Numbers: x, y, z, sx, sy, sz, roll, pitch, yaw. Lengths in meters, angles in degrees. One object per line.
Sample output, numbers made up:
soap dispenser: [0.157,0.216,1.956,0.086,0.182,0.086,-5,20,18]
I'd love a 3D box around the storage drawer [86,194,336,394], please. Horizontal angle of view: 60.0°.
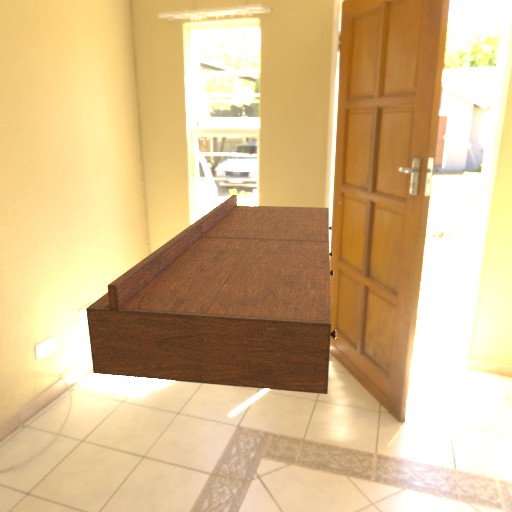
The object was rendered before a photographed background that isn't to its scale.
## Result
storage drawer: [0.000,0.000,2.252,0.774,0.339,1.914,2,16,8]
